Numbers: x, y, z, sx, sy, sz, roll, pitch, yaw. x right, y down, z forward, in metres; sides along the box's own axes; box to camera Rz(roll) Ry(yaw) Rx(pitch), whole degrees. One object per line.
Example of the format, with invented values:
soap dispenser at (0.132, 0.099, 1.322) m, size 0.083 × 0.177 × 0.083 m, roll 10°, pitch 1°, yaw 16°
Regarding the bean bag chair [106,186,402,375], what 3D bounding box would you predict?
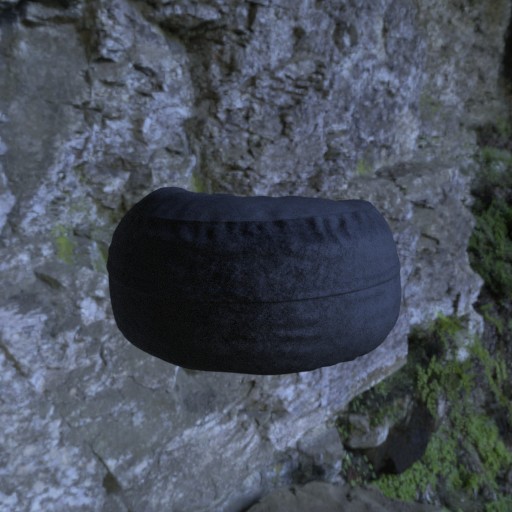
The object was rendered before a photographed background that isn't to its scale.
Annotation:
bean bag chair at (0.000, 0.000, 2.400) m, size 1.525 × 0.751 × 1.525 m, roll 0°, pitch 13°, yaw 0°
